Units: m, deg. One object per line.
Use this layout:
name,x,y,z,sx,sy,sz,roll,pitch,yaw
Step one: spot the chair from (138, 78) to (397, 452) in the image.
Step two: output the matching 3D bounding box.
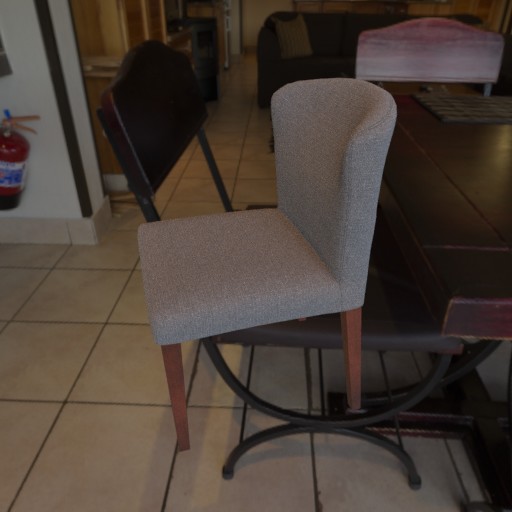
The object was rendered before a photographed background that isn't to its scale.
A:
chair,0.000,0.000,1.171,0.589,0.839,0.491,-8,32,-14
